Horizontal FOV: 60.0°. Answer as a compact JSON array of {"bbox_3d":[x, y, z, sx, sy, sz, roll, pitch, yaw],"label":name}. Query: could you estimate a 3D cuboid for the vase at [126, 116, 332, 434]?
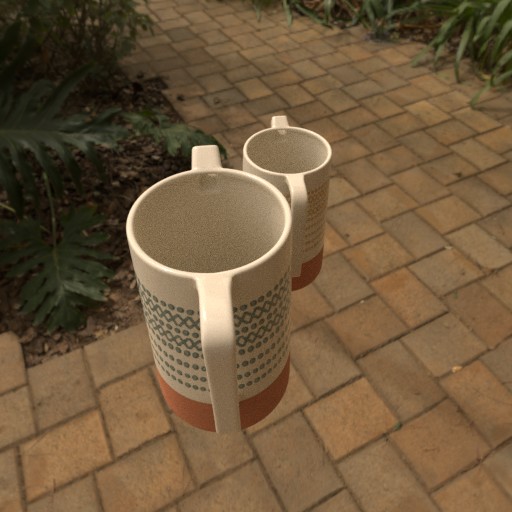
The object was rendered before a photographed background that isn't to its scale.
[{"bbox_3d":[0.000,0.000,0.460,0.168,0.247,0.326,26,51,22],"label":"vase"}]
